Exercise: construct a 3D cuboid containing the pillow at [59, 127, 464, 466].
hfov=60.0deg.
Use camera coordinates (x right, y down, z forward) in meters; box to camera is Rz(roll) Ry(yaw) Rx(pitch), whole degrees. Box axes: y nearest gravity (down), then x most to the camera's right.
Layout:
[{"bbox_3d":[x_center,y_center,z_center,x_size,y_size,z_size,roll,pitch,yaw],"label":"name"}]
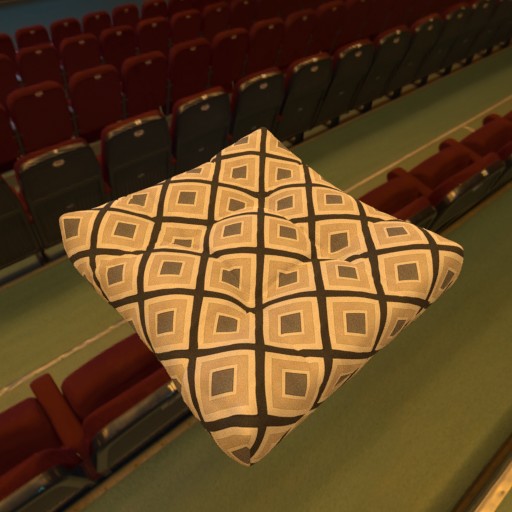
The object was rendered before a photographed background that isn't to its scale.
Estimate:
[{"bbox_3d":[0.000,0.000,0.728,0.468,0.128,0.490,-32,53,-27],"label":"pillow"}]
